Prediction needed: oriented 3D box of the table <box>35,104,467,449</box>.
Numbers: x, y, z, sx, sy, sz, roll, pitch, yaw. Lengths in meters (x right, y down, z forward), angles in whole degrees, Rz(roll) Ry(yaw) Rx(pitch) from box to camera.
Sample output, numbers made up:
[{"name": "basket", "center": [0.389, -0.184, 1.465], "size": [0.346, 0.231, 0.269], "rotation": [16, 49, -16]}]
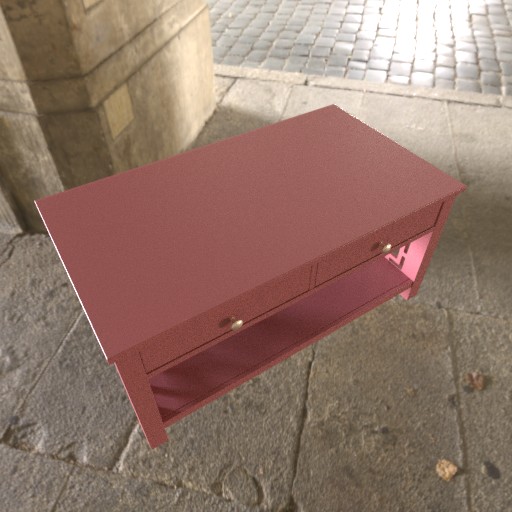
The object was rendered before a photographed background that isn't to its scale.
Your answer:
[{"name": "table", "center": [0.000, 0.000, 1.424], "size": [1.068, 0.493, 0.612], "rotation": [-24, 50, -22]}]
